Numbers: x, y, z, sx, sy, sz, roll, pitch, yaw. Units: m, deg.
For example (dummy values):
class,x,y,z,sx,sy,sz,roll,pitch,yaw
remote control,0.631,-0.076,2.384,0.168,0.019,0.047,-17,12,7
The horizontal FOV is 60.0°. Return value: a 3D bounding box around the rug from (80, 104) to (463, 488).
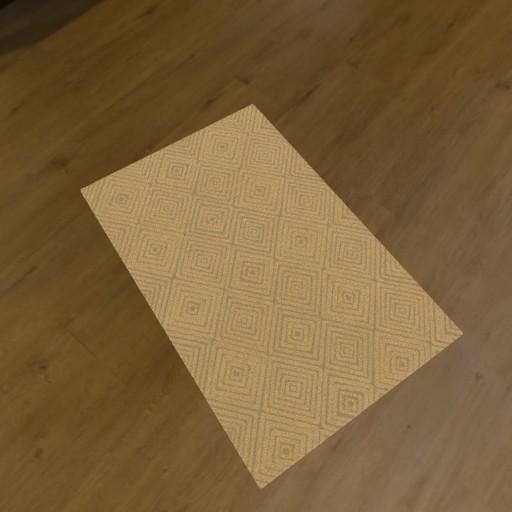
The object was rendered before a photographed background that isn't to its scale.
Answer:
class,x,y,z,sx,sy,sz,roll,pitch,yaw
rug,0.000,0.000,2.247,1.143,0.008,1.753,-31,67,-15
